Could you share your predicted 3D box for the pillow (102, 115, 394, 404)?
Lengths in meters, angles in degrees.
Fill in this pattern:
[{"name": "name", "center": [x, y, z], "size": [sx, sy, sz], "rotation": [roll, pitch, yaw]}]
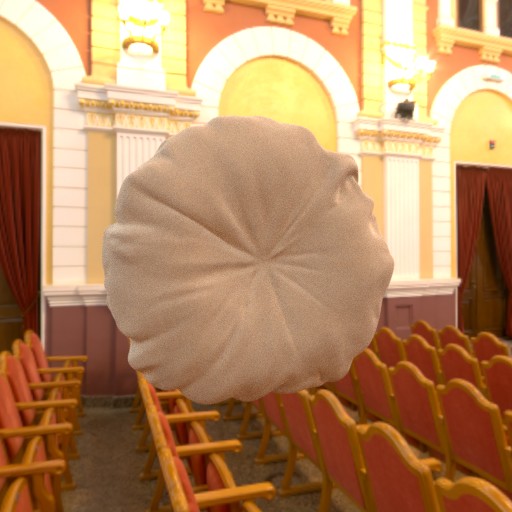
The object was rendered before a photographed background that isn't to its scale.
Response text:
[{"name": "pillow", "center": [0.000, 0.000, 0.652], "size": [0.428, 0.407, 0.148], "rotation": [0, 0, -18]}]
